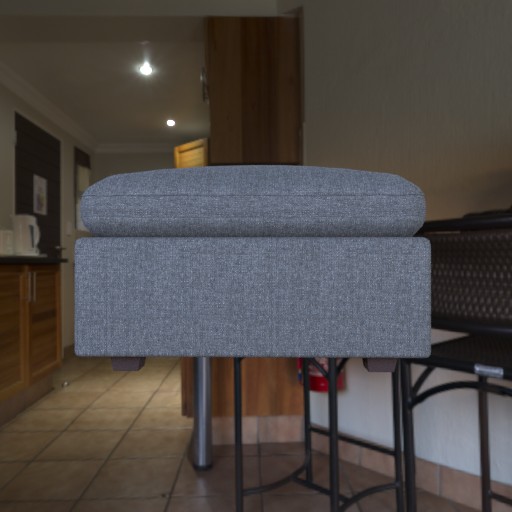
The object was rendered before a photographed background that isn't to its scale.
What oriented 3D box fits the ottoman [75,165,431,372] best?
[{"bbox_3d":[0.000,0.000,1.387,0.711,0.483,1.041,0,0,1],"label":"ottoman"}]
